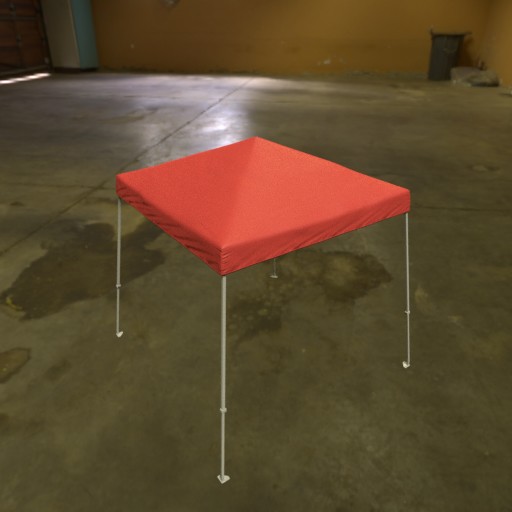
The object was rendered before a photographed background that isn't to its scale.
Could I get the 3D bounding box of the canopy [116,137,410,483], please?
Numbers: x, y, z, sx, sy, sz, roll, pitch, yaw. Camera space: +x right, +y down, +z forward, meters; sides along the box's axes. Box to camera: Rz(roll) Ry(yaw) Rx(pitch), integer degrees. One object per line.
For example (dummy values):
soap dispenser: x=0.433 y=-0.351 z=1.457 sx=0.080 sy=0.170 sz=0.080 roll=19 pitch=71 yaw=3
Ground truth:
canopy: x=0.000 y=0.000 z=5.349 sx=2.848 sy=2.849 sz=2.849 roll=-18 pitch=33 yaw=-31
